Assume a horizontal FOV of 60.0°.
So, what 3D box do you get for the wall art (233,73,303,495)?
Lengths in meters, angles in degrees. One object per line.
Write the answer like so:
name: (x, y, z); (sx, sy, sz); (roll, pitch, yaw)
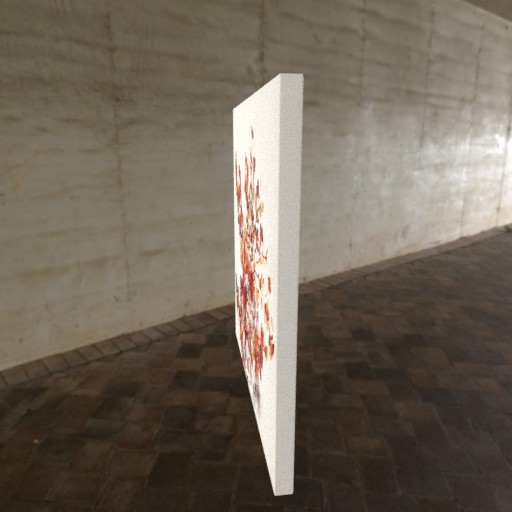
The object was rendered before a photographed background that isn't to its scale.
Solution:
wall art: (0.000, 0.000, 1.493); (0.049, 1.009, 1.009); (-2, 15, -8)
